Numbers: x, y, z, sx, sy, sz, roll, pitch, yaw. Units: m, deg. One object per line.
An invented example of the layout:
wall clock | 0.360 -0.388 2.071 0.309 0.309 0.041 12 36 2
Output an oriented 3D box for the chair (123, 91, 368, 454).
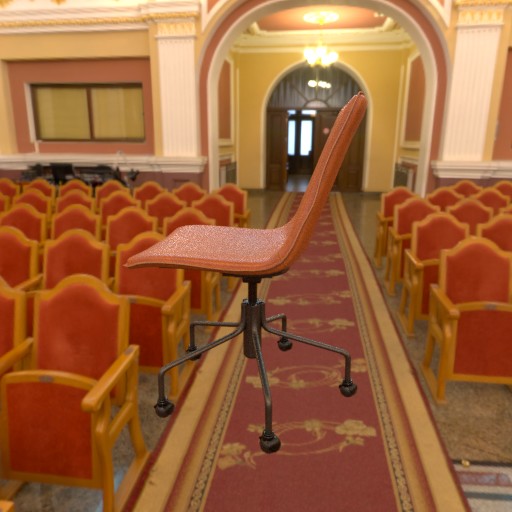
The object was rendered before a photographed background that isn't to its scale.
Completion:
chair | 0.000 0.000 1.361 0.660 0.920 0.651 2 15 8
